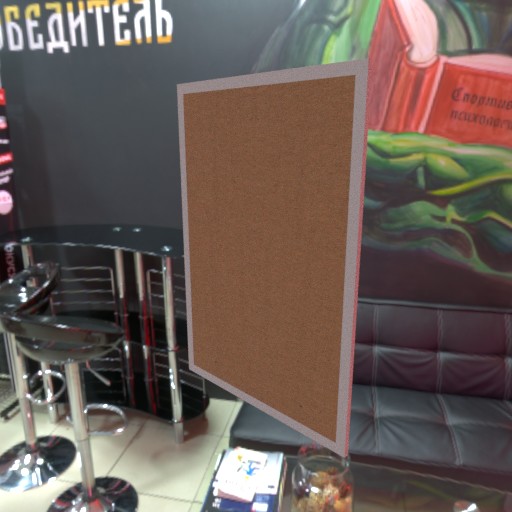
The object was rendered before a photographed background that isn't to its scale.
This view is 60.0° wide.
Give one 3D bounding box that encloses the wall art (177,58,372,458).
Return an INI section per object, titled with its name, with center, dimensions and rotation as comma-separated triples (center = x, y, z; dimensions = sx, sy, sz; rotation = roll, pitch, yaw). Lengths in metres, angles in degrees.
[wall art]
center = 0.000, 0.000, 1.261
dimensions = 0.660, 0.965, 0.015
rotation = 14, 20, 42
